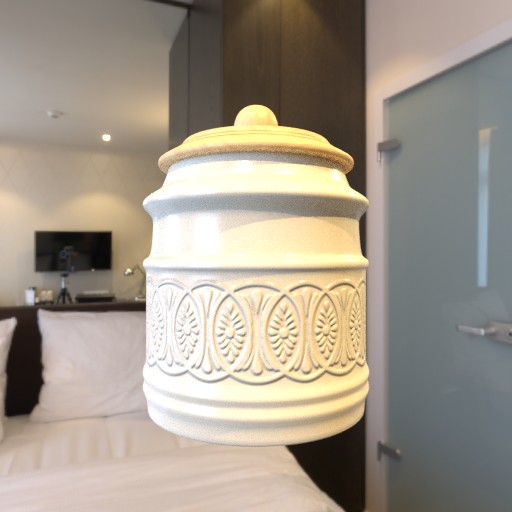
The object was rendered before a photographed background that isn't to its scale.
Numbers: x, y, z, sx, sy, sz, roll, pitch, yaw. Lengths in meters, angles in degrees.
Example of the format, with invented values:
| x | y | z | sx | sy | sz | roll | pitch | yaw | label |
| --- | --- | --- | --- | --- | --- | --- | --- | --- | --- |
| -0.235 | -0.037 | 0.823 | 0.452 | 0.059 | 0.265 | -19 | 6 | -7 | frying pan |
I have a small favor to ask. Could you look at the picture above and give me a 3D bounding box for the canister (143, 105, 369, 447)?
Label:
| x | y | z | sx | sy | sz | roll | pitch | yaw | label |
| --- | --- | --- | --- | --- | --- | --- | --- | --- | --- |
| 0.000 | 0.000 | 0.262 | 0.130 | 0.176 | 0.130 | 0 | 0 | 0 | canister |
